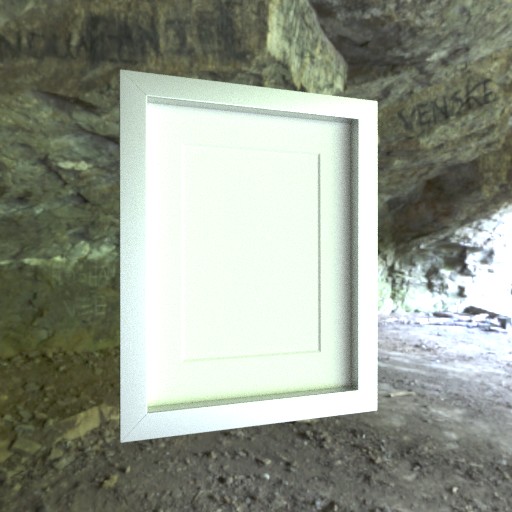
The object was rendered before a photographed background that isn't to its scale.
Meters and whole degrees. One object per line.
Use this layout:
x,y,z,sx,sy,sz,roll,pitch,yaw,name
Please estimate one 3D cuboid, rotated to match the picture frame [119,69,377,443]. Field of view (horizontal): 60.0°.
0.000,0.000,0.522,0.307,0.386,0.036,0,0,-18,picture frame
